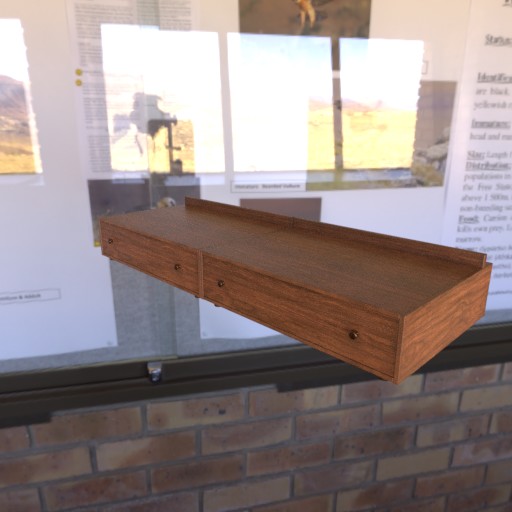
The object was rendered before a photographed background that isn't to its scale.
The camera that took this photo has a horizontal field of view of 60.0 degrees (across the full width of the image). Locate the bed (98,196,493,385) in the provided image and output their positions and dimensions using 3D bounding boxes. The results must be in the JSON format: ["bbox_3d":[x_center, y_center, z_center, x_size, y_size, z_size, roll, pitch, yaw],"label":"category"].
[{"bbox_3d":[0.000,0.000,2.344,0.787,0.326,2.057,-16,23,-42],"label":"bed"}]
